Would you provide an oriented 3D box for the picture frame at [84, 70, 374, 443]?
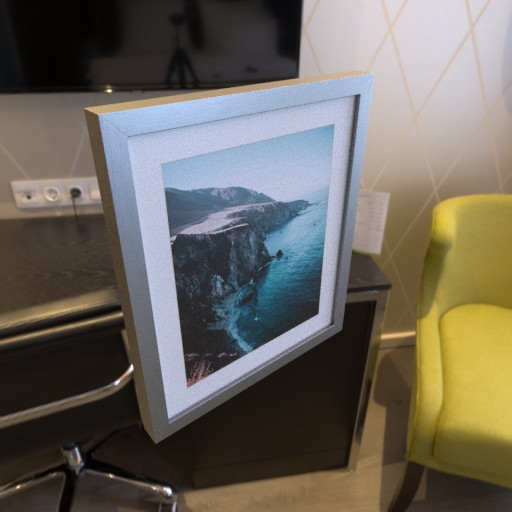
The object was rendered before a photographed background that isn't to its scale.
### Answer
[{"bbox_3d":[0.000,0.000,1.342,0.839,0.968,0.073,-22,37,-33],"label":"picture frame"}]
